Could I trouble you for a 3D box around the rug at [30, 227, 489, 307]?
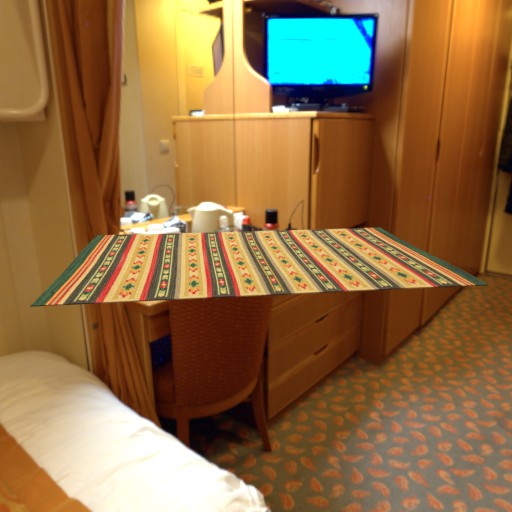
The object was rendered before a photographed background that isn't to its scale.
[{"bbox_3d":[0.000,0.000,3.062,2.447,0.011,1.520,-2,16,-7],"label":"rug"}]
